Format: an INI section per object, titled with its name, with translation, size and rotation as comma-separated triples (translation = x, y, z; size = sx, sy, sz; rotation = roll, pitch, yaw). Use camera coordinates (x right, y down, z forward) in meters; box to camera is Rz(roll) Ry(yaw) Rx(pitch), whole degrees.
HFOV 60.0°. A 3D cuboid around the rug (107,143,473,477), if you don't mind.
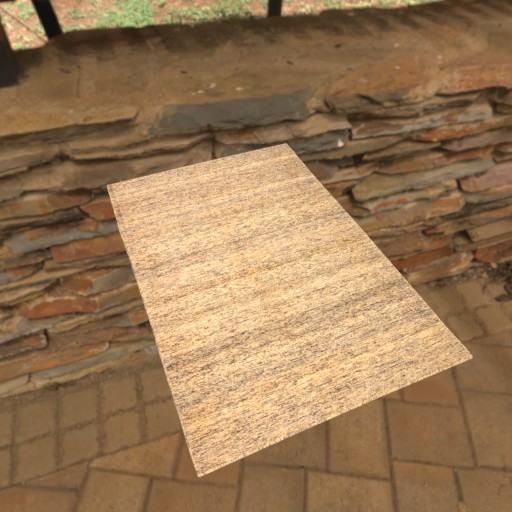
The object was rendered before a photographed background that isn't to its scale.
[rug]
translation = 0.000, 0.000, 2.321
size = 1.243, 0.014, 1.846
rotation = -17, 48, -16
